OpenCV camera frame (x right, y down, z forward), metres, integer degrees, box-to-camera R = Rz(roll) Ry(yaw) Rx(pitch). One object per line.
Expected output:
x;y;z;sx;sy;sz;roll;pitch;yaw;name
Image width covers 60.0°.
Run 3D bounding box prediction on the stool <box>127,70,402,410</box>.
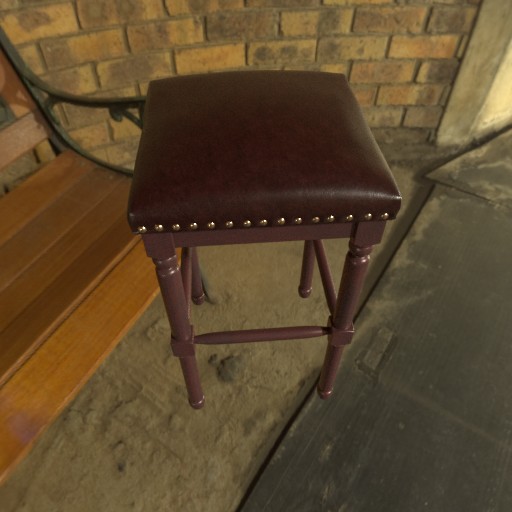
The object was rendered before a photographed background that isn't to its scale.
0.000;0.000;0.947;0.383;0.702;0.382;-3;47;-3;stool
